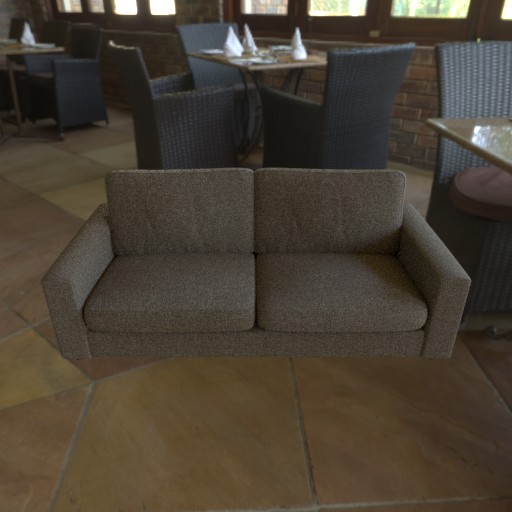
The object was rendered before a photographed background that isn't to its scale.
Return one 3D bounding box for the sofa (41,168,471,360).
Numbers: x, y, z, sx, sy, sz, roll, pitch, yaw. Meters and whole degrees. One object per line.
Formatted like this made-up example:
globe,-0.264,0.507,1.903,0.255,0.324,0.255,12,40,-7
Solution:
sofa,0.000,0.000,2.684,2.179,0.873,1.016,0,29,0
